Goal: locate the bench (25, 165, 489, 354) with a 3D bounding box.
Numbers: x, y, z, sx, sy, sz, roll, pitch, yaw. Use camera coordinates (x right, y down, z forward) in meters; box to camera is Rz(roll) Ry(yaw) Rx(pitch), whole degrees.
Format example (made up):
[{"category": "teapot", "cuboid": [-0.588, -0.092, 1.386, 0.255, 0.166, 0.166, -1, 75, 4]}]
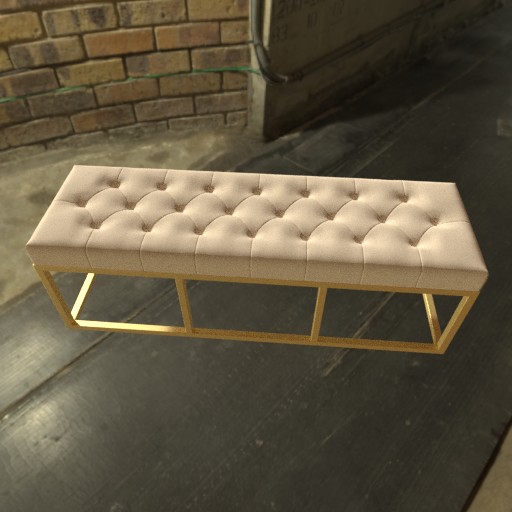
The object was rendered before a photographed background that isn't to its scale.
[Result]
[{"category": "bench", "cuboid": [0.000, 0.000, 1.704, 1.473, 0.484, 0.457, 3, 47, 3]}]
